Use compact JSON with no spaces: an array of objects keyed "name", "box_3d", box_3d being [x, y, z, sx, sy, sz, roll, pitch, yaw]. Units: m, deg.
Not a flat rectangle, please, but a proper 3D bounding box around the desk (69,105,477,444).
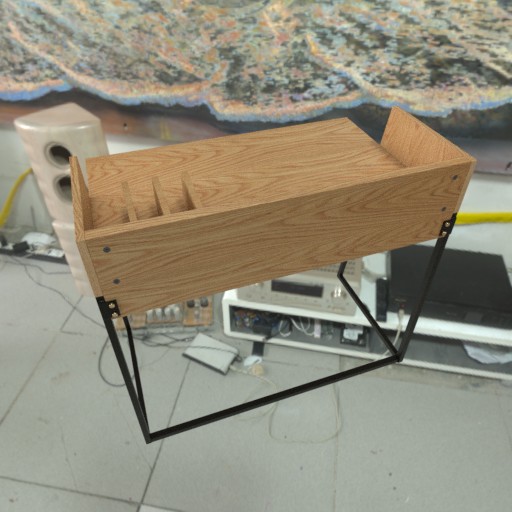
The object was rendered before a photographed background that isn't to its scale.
[{"name":"desk","box_3d":[0.000,0.000,1.837,1.191,1.061,0.769,-13,43,-14]}]
